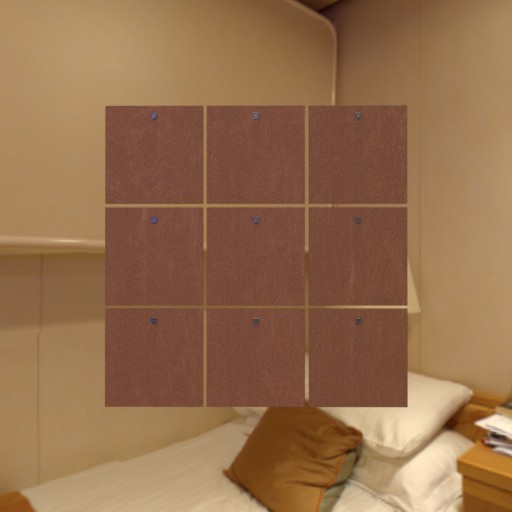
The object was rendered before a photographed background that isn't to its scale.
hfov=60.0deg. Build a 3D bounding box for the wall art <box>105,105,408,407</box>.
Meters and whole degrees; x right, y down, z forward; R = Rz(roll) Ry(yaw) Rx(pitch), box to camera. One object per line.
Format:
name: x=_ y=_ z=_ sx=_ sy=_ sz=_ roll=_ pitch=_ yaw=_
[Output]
wall art: x=0.000 y=0.000 z=2.238 sx=1.526 sy=1.522 sz=0.023 roll=0 pitch=0 yaw=0
